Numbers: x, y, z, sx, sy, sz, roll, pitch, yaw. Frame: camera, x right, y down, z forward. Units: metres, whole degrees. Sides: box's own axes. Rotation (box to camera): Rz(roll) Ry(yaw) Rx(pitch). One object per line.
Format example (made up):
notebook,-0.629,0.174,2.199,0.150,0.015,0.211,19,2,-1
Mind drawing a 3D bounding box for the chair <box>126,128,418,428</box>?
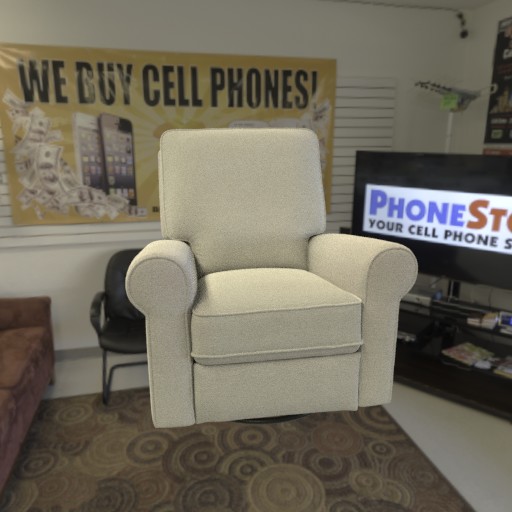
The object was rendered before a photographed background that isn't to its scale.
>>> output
chair,0.000,0.000,1.697,0.890,0.960,0.878,-3,15,-10
